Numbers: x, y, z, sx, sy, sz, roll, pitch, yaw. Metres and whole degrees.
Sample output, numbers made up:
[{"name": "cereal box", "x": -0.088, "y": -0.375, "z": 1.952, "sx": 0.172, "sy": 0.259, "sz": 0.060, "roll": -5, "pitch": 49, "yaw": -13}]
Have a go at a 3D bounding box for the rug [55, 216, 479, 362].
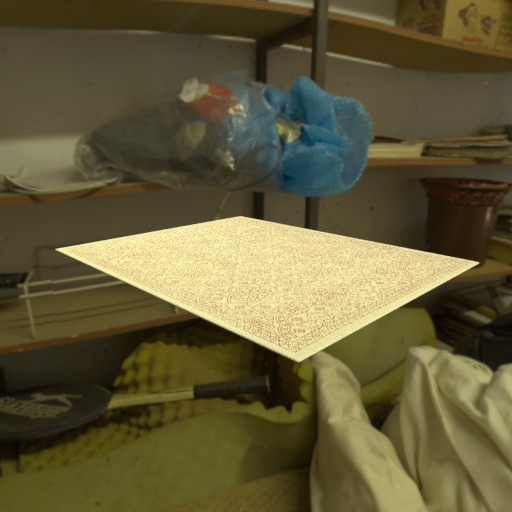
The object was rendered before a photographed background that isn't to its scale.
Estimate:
[{"name": "rug", "x": 0.000, "y": 0.000, "z": 4.061, "sx": 2.441, "sy": 0.015, "sz": 3.050, "roll": -15, "pitch": 22, "yaw": -43}]
